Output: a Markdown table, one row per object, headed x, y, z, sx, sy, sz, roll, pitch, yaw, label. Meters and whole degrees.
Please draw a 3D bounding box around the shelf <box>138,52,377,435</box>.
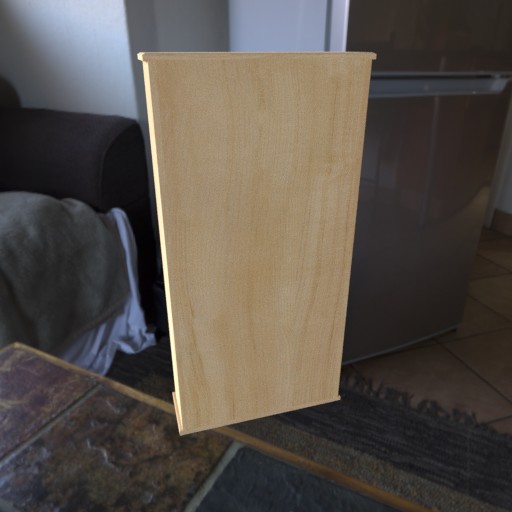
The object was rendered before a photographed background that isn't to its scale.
| x | y | z | sx | sy | sz | roll | pitch | yaw | label |
| --- | --- | --- | --- | --- | --- | --- | --- | --- | --- |
| 0.000 | 0.000 | 1.234 | 0.520 | 1.030 | 0.175 | -7 | 26 | -15 | shelf |
